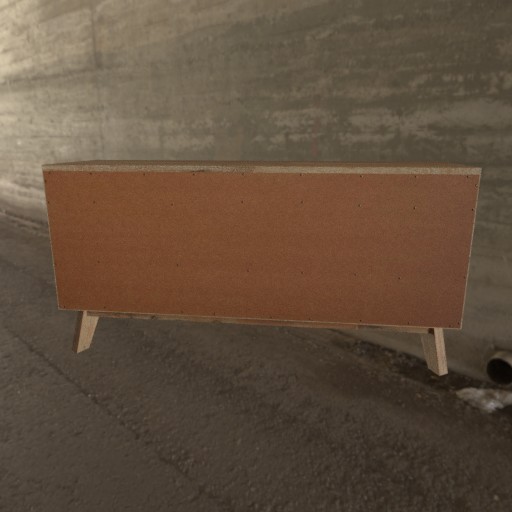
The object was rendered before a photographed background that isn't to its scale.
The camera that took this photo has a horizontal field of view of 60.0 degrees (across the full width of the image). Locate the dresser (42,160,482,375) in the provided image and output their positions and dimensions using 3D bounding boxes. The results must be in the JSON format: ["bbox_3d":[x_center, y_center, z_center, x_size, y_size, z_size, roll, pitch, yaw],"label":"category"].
[{"bbox_3d":[0.000,0.000,1.920,1.602,0.788,0.455,2,15,7],"label":"dresser"}]
